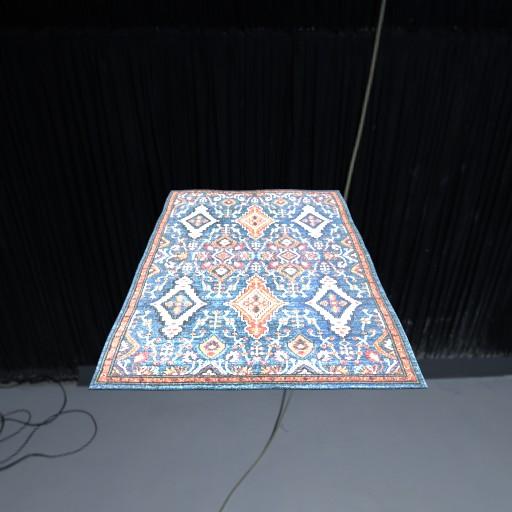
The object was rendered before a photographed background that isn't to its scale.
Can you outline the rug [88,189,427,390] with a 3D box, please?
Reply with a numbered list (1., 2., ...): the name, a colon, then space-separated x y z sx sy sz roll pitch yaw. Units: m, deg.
1. rug: 0.000 0.000 2.335 1.195 0.014 1.847 0 30 0
